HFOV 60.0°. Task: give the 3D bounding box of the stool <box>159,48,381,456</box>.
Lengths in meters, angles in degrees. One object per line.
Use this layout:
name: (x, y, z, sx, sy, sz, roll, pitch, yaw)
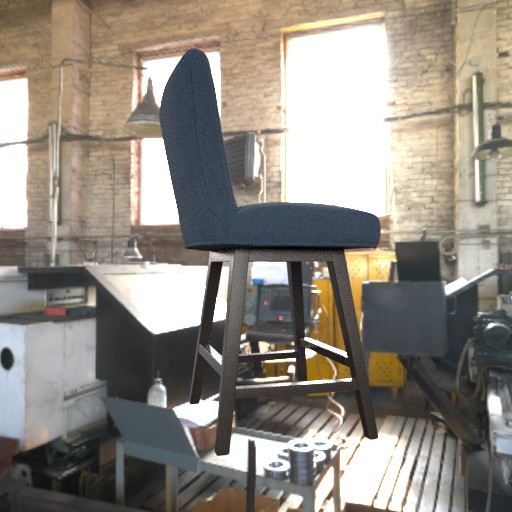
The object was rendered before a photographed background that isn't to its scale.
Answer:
stool: (0.000, 0.000, 1.362, 0.574, 1.000, 0.514, 0, -1, -17)
